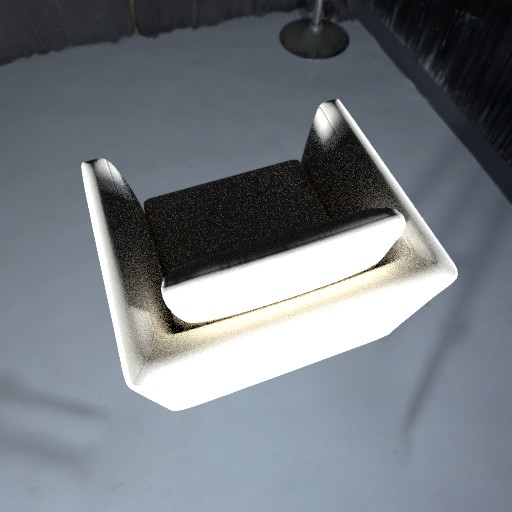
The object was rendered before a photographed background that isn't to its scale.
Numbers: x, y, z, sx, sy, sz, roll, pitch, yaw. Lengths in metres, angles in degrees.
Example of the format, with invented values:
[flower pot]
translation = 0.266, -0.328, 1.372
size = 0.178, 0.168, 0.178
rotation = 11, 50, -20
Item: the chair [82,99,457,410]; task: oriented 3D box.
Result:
[chair]
translation = 0.000, 0.000, 1.683
size = 1.041, 0.865, 0.889
rotation = -17, 60, -10
